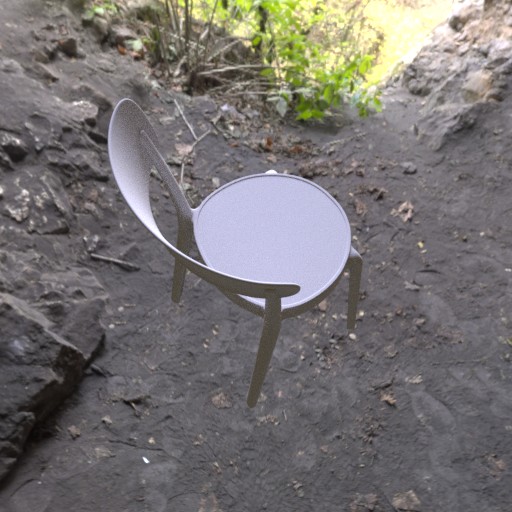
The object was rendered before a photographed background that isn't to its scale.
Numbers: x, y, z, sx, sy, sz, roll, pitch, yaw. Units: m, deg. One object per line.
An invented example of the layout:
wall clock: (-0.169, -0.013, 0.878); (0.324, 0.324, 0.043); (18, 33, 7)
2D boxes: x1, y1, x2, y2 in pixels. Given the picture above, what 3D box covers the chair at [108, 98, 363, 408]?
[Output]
chair: (0.000, 0.000, 1.122); (0.491, 0.790, 0.506); (-33, 65, -18)
